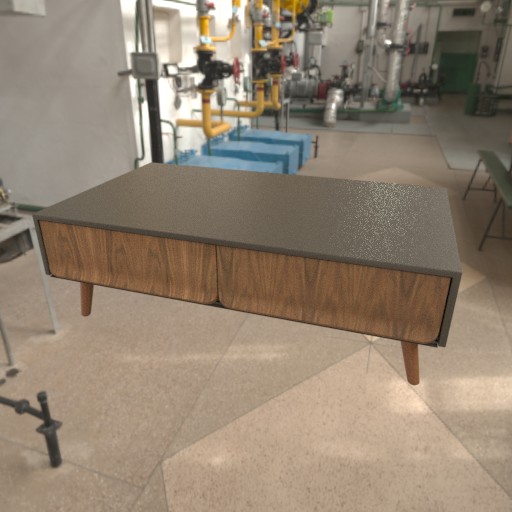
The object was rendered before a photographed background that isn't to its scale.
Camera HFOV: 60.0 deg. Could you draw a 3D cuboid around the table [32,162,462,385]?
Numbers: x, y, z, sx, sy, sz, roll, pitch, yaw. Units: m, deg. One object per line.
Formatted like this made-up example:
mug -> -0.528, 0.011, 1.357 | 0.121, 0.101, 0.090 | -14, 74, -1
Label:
table -> 0.000, 0.000, 1.540 | 1.201, 0.404, 0.703 | 8, 27, 17
